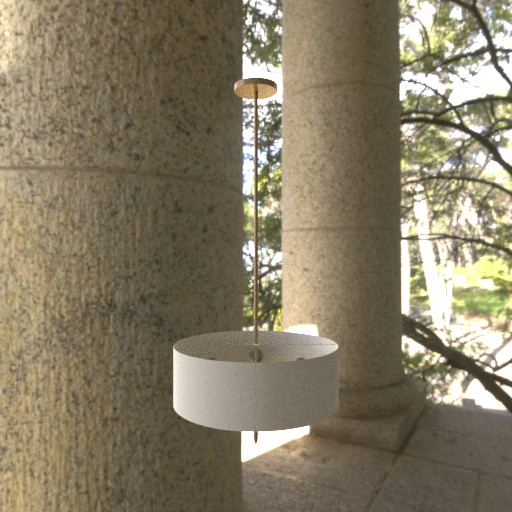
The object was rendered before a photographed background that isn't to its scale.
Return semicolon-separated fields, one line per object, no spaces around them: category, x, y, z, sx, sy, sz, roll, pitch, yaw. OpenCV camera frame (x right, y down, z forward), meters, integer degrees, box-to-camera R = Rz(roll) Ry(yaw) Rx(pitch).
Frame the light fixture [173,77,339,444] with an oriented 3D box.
light fixture;0.000;0.000;1.387;0.508;1.067;0.508;0;0;0
